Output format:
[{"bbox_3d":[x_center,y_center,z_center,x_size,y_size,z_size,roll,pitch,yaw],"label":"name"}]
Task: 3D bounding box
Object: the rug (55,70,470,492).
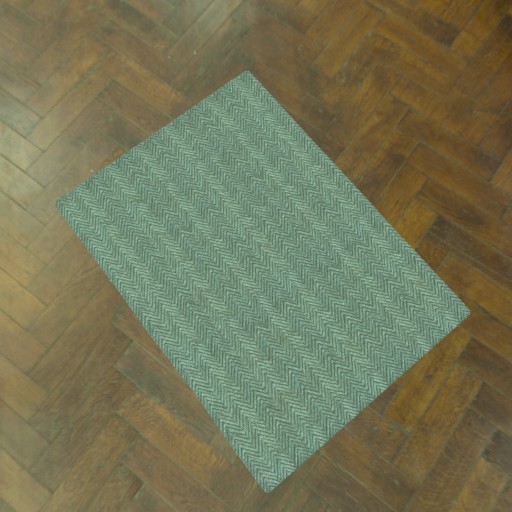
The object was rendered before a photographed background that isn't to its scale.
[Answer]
[{"bbox_3d":[0.000,0.000,5.014,2.894,0.011,3.957,-38,79,-9],"label":"rug"}]
